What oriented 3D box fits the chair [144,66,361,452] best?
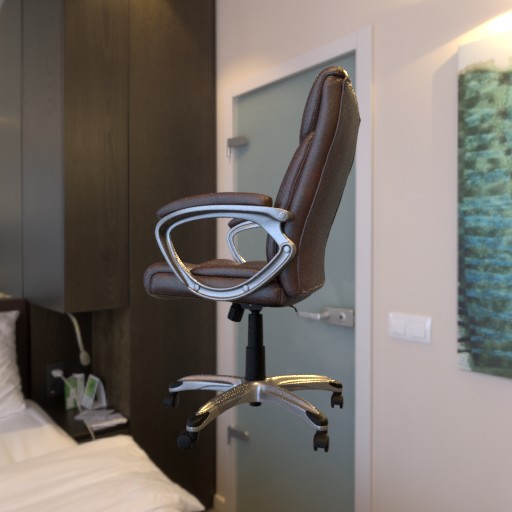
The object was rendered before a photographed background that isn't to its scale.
[{"bbox_3d":[0.000,0.000,1.560,0.692,1.128,0.656,0,1,17],"label":"chair"}]
